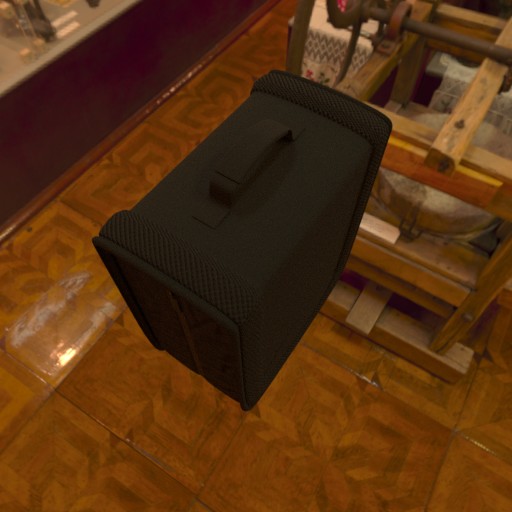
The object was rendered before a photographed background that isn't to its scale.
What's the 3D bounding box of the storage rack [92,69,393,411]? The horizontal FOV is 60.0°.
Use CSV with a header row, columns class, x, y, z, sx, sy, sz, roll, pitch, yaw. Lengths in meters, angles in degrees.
class,x,y,z,sx,sy,sz,roll,pitch,yaw
storage rack,0.000,0.000,0.568,0.168,0.387,0.297,30,63,17
